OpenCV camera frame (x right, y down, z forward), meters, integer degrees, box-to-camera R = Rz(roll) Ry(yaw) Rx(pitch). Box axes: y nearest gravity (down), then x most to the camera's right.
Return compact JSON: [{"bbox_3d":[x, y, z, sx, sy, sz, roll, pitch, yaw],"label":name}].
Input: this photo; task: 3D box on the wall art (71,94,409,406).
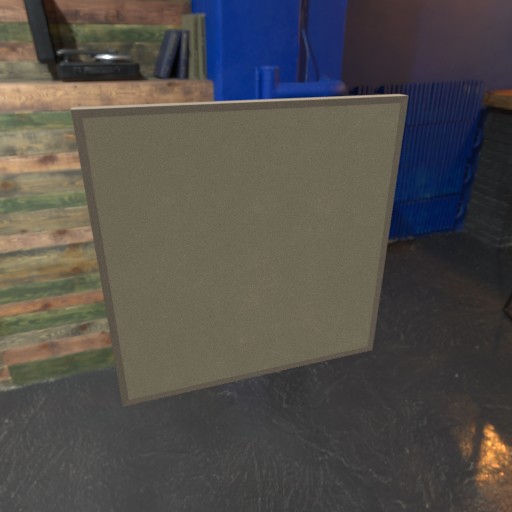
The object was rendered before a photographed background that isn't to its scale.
[{"bbox_3d":[0.000,0.000,1.140,0.761,0.758,0.038,-8,27,-17],"label":"wall art"}]
